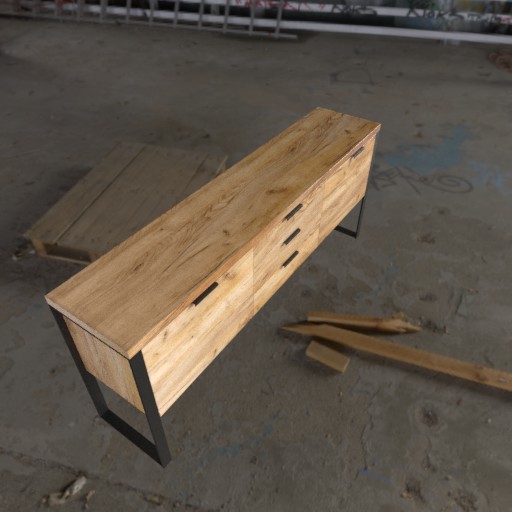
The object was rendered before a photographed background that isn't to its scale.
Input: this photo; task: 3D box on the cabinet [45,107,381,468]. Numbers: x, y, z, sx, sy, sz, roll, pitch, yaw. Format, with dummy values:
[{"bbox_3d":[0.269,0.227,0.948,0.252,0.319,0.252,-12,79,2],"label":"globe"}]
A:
[{"bbox_3d":[0.000,0.000,2.139,0.395,0.762,1.800,25,47,25],"label":"cabinet"}]
